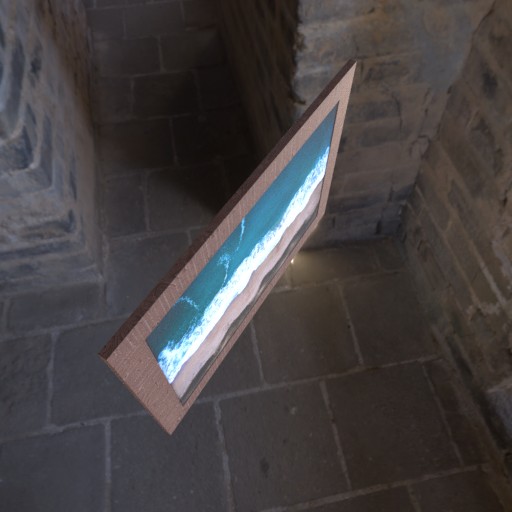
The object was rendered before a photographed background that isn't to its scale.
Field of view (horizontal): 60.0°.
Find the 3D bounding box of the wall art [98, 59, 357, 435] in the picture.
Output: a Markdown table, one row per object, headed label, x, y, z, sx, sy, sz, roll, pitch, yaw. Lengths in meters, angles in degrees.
| label | x | y | z | sx | sy | sz | roll | pitch | yaw |
| --- | --- | --- | --- | --- | --- | --- | --- | --- | --- |
| wall art | 0.000 | 0.000 | 1.177 | 0.019 | 0.626 | 0.917 | 28 | 62 | 17 |
